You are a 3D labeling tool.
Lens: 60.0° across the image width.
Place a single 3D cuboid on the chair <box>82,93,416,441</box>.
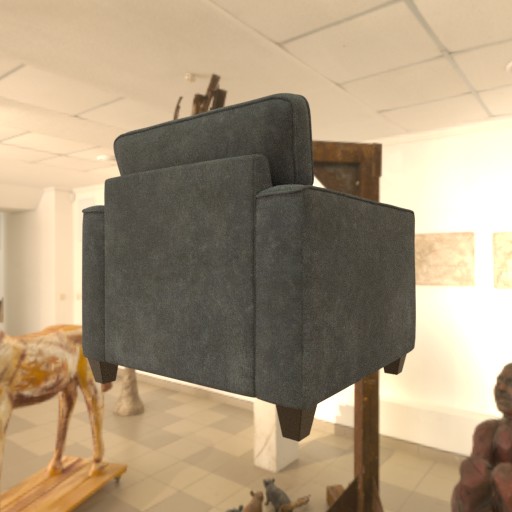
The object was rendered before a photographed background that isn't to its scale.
[{"bbox_3d":[0.000,0.000,1.765,1.015,0.965,0.939,0,0,37],"label":"chair"}]
